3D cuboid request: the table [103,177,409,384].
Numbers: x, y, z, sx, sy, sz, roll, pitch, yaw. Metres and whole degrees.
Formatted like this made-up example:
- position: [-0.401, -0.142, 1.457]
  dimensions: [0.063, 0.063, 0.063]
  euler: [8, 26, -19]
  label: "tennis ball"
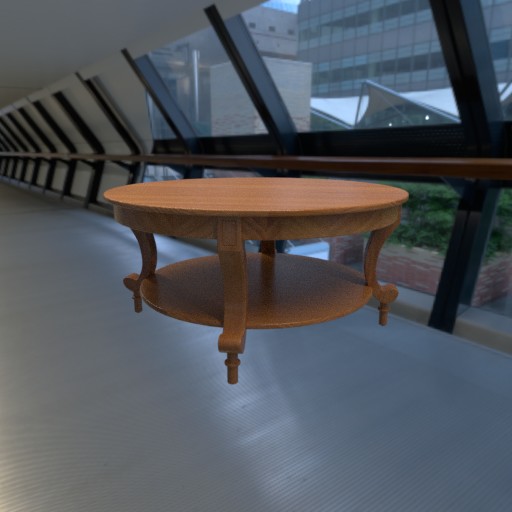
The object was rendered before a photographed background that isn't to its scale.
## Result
- position: [0.000, 0.000, 1.624]
  dimensions: [1.029, 0.490, 1.029]
  euler: [0, 14, 0]
  label: "table"
